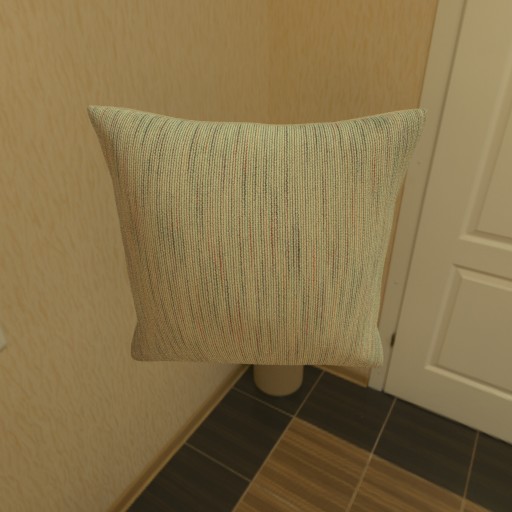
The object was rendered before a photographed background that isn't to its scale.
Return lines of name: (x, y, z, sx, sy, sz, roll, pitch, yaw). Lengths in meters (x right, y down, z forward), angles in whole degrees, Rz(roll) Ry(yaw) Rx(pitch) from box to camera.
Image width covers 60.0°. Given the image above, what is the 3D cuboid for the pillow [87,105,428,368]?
pillow: (0.000, 0.000, 0.778, 0.512, 0.506, 0.178, 1, 31, 2)
